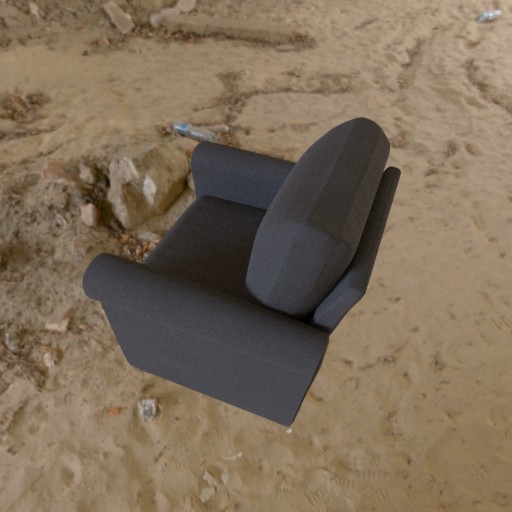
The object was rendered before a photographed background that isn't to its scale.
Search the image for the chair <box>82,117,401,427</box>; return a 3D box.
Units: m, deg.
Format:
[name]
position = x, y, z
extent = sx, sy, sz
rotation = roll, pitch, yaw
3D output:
[chair]
position = 0.000, 0.000, 1.628
extent = 0.828, 0.942, 0.867
rotation = 16, 48, 15
